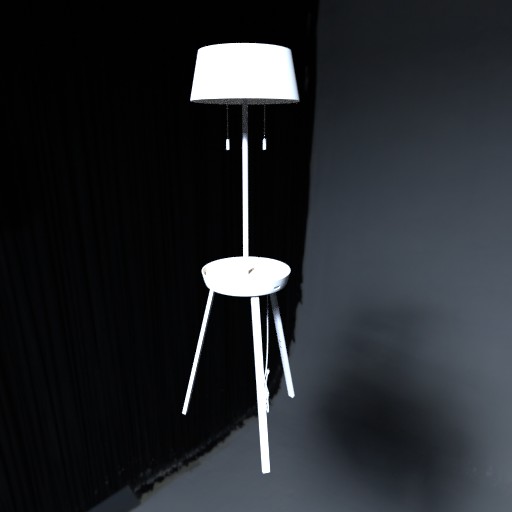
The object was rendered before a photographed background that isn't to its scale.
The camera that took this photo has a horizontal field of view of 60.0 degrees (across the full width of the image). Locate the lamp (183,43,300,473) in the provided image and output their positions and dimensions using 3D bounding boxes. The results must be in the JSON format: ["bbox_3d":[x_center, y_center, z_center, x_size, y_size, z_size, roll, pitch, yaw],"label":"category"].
[{"bbox_3d":[0.000,0.000,1.678,0.508,1.429,0.468,16,22,43],"label":"lamp"}]
